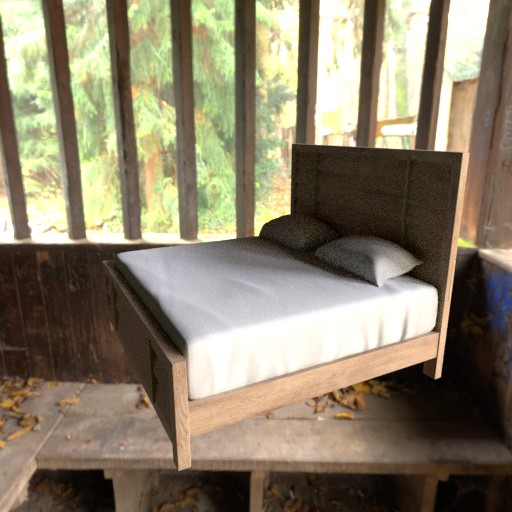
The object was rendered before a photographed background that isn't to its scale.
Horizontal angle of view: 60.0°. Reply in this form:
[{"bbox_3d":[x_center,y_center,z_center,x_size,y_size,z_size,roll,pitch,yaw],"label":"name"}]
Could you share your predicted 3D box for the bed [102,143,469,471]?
[{"bbox_3d":[0.000,0.000,3.472,2.032,1.626,2.032,-8,18,-27],"label":"bed"}]
